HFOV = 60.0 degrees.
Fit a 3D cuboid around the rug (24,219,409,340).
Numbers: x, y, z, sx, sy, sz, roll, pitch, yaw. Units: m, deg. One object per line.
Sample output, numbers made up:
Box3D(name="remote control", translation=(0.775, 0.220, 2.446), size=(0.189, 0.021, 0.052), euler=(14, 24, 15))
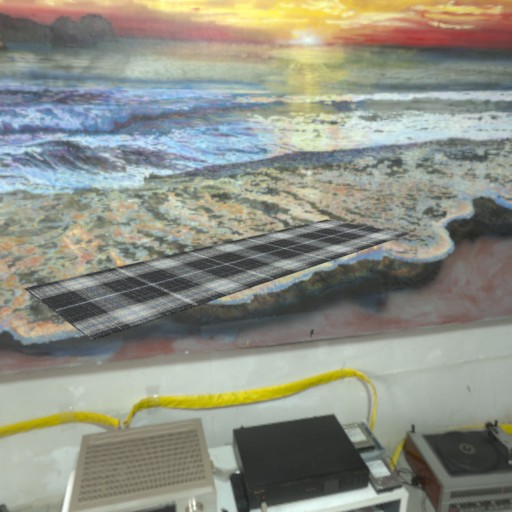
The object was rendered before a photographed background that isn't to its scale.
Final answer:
Box3D(name="rug", translation=(0.000, 0.000, 2.716), size=(2.434, 0.012, 0.760), euler=(-15, 22, -42))
